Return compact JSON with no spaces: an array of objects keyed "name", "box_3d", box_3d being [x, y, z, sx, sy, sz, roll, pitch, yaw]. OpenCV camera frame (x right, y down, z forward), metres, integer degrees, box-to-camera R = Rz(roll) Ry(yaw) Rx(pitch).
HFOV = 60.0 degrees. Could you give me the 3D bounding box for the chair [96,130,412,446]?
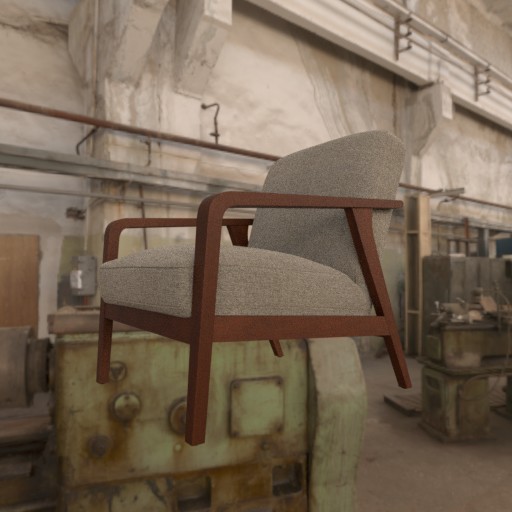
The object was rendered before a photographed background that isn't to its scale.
[{"name":"chair","box_3d":[0.000,0.000,1.464,0.858,0.847,0.704,1,-2,-36]}]
